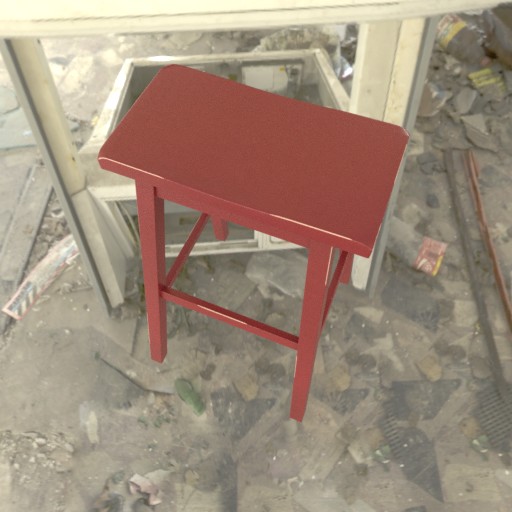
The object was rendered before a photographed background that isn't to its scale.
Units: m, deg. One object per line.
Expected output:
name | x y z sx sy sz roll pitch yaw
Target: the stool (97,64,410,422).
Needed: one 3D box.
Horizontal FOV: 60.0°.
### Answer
stool | 0.000 0.000 1.021 0.457 0.737 0.476 19 62 11
